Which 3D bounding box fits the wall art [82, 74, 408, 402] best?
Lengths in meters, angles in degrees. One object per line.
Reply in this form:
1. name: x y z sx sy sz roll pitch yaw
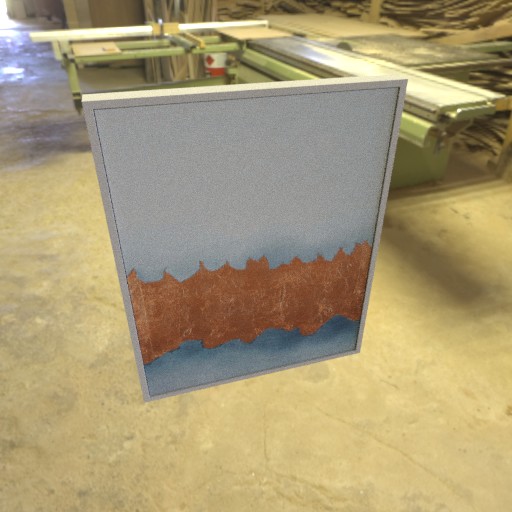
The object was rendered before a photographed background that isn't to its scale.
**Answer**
1. wall art: 0.000 0.000 0.756 0.451 0.553 0.039 -9 34 -14
